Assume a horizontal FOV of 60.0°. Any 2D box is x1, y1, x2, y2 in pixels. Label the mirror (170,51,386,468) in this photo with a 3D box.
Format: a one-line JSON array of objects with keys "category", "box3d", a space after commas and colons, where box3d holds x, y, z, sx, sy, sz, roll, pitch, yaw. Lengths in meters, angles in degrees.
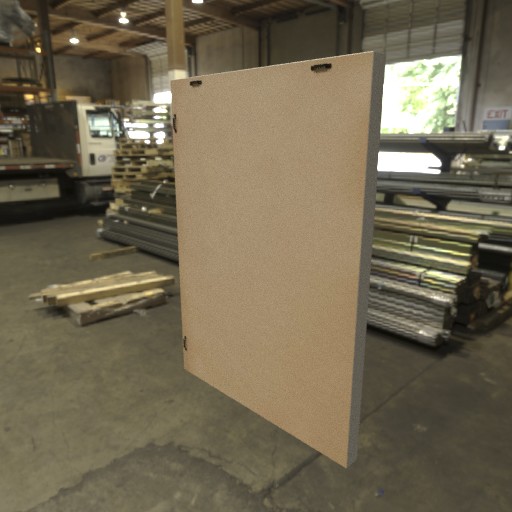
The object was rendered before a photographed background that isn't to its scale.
[{"category": "mirror", "box3d": [0.000, 0.000, 0.909, 0.040, 0.710, 0.507, -15, 21, -43]}]
